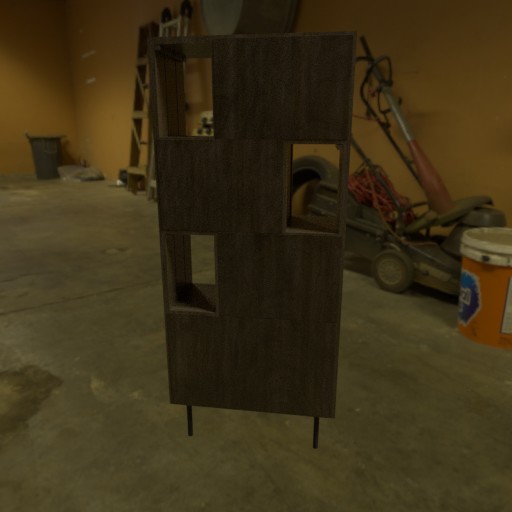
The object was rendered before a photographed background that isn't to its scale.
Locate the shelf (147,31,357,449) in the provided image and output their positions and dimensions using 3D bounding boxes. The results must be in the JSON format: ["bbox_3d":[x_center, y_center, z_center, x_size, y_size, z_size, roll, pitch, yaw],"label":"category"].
[{"bbox_3d":[0.000,0.000,1.761,0.670,1.545,0.323,2,16,8],"label":"shelf"}]
